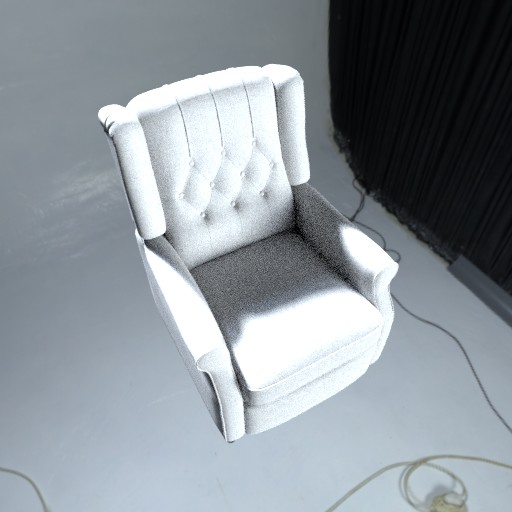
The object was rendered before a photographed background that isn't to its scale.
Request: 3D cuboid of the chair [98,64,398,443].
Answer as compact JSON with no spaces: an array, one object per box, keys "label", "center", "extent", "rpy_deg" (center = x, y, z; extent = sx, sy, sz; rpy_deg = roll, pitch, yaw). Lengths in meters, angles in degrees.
[{"label":"chair","center":[0.000,0.000,1.588],"extent":[0.742,1.035,0.902],"rpy_deg":[-22,52,-19]}]
